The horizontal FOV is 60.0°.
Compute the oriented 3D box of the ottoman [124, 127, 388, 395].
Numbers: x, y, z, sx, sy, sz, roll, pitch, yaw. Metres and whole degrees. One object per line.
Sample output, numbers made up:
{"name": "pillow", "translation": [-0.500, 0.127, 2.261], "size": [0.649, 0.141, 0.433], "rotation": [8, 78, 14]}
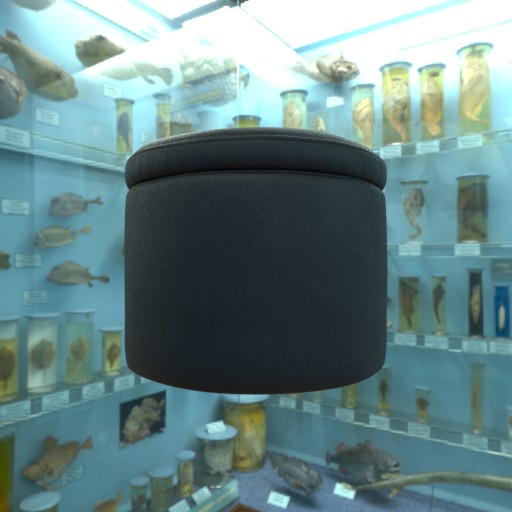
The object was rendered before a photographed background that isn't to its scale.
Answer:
{"name": "ottoman", "translation": [0.000, 0.000, 0.882], "size": [0.501, 0.409, 0.501], "rotation": [0, -1, 0]}
